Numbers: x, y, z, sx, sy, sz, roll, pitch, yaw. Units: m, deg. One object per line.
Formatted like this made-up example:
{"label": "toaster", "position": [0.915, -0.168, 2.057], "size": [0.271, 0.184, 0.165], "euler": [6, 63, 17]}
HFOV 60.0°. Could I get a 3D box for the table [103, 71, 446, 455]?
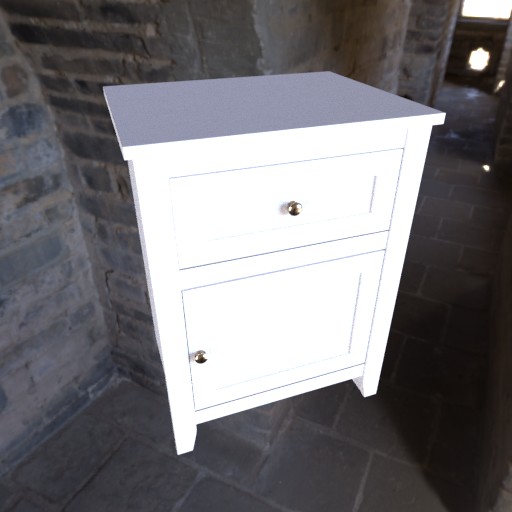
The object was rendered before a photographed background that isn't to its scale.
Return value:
{"label": "table", "position": [0.000, 0.000, 0.925], "size": [0.480, 0.635, 0.381], "euler": [-11, 34, -17]}
